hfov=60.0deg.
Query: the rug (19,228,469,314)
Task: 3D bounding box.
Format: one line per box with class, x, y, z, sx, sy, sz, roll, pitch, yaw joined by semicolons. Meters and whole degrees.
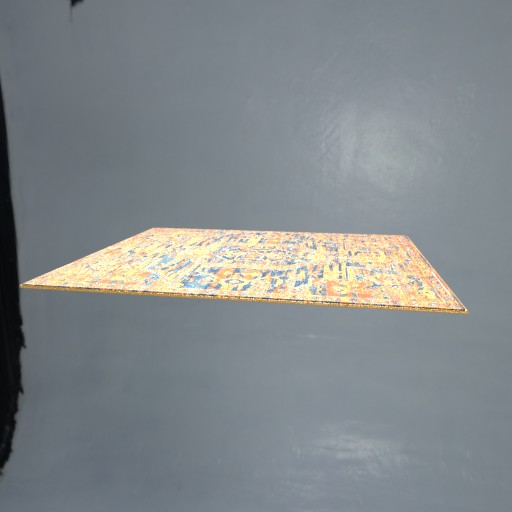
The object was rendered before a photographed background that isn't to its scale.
rug;0.000;0.000;4.090;3.040;0.031;2.435;2;14;10
